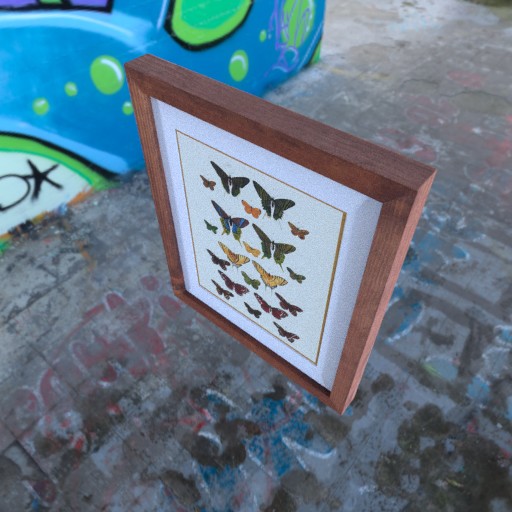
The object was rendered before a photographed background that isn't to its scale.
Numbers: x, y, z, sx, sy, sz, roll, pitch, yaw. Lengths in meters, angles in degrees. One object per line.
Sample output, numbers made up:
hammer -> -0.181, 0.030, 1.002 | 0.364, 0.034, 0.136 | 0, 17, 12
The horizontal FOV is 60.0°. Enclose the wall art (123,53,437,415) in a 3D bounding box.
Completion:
wall art -> 0.000, 0.000, 0.623 | 0.377, 0.449, 0.039 | 31, 54, 25
